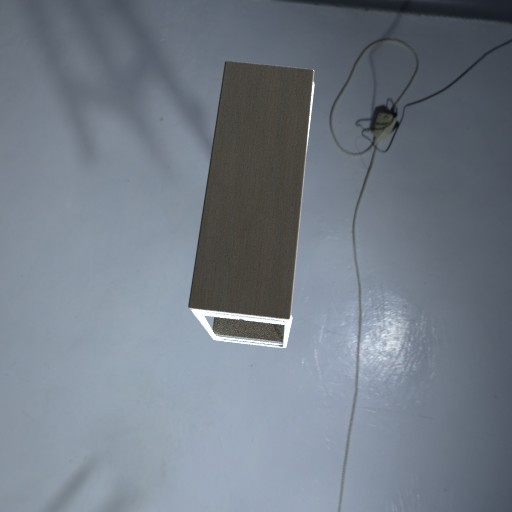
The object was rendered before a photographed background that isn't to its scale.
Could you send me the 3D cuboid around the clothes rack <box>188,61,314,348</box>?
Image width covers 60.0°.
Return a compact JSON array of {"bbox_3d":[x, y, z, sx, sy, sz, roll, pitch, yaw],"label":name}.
[{"bbox_3d":[0.000,0.000,1.789,0.400,1.512,0.640,6,76,2],"label":"clothes rack"}]
